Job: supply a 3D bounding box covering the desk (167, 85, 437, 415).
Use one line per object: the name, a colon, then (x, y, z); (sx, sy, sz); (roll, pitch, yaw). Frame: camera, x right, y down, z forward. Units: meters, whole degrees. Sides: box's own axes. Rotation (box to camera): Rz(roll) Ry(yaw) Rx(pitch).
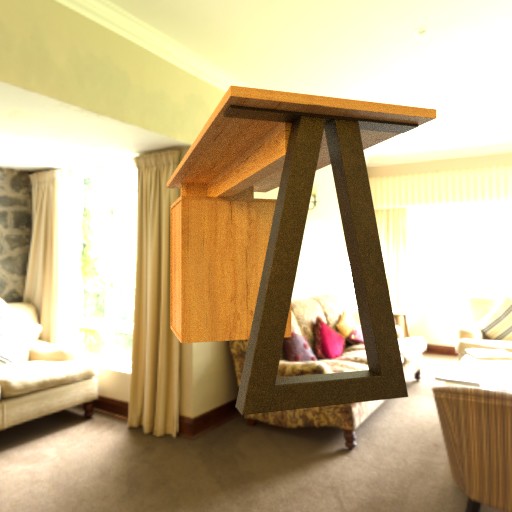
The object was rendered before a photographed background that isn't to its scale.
desk: (0.000, 0.000, 1.737); (0.550, 0.760, 1.400); (0, 0, -17)
